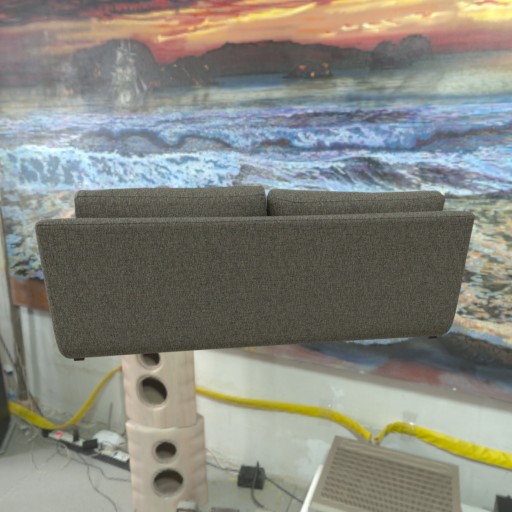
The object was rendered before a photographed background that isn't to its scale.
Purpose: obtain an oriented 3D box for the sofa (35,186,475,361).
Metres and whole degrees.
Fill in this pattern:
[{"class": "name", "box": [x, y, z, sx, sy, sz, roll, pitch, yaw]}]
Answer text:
[{"class": "sofa", "box": [0.000, 0.000, 2.978, 2.418, 0.998, 1.103, -2, 14, -8]}]
